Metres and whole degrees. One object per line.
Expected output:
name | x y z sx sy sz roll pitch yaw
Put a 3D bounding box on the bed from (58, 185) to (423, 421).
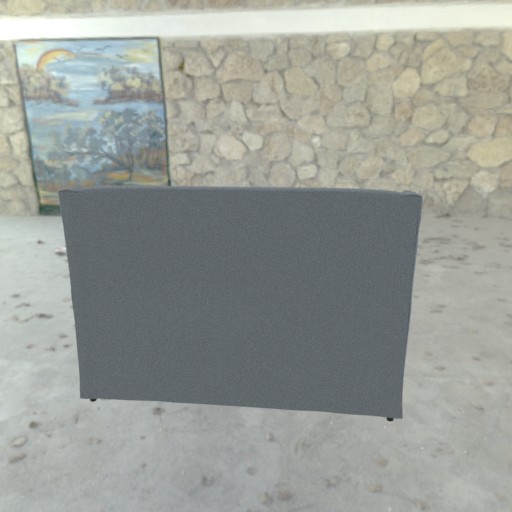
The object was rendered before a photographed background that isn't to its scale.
bed | 0.000 0.000 3.519 1.925 1.332 2.276 2 15 6
